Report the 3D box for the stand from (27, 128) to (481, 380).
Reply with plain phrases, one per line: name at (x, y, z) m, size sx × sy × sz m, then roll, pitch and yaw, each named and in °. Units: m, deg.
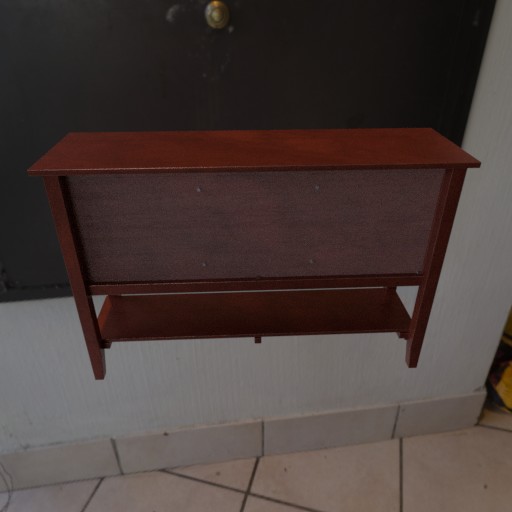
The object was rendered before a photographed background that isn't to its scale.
stand at (0.000, 0.000, 1.725) m, size 1.362 × 0.872 × 0.410 m, roll -2°, pitch 31°, yaw -3°
